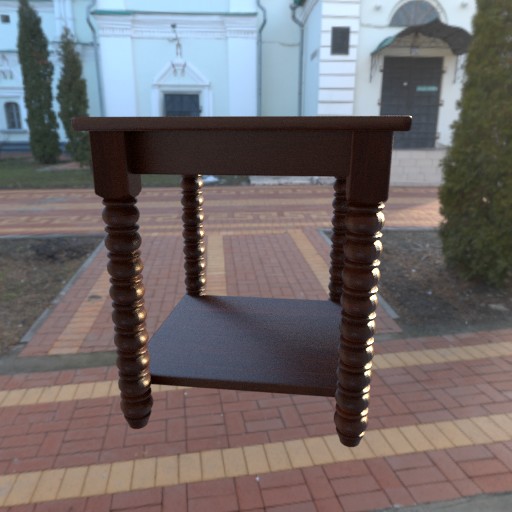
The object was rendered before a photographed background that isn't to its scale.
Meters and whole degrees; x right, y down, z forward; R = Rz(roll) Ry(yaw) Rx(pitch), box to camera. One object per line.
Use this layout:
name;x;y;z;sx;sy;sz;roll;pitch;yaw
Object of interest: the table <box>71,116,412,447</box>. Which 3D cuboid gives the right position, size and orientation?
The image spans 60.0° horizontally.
table;0.000;0.000;0.966;0.500;0.567;0.533;2;16;7
